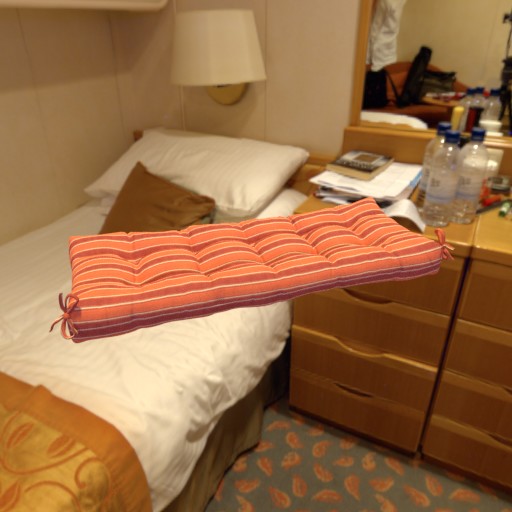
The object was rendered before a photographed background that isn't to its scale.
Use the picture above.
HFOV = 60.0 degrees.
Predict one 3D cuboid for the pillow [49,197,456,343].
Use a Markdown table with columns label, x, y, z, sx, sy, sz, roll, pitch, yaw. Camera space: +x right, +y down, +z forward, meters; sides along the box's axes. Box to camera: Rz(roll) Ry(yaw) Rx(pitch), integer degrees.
| label | x | y | z | sx | sy | sz | roll | pitch | yaw |
| --- | --- | --- | --- | --- | --- | --- | --- | --- | --- |
| pillow | 0.000 | 0.000 | 1.389 | 1.194 | 0.174 | 0.511 | -9 | 30 | -16 |
